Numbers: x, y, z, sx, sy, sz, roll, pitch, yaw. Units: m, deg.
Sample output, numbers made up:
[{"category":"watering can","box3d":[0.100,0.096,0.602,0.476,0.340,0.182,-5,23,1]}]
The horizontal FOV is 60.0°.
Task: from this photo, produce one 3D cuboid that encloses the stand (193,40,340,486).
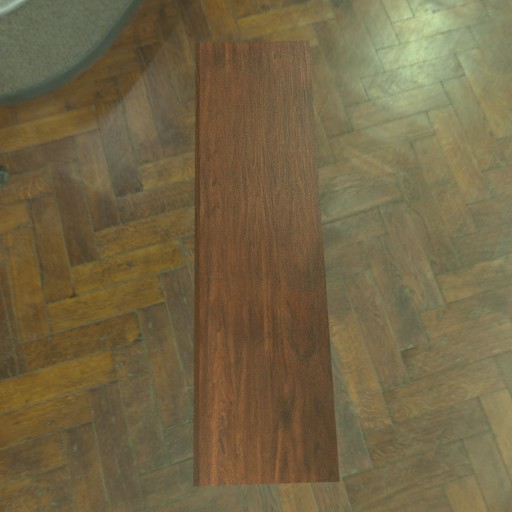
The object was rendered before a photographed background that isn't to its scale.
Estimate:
[{"category":"stand","box3d":[0.000,0.000,1.879,0.481,0.610,1.626,-2,76,0]}]
